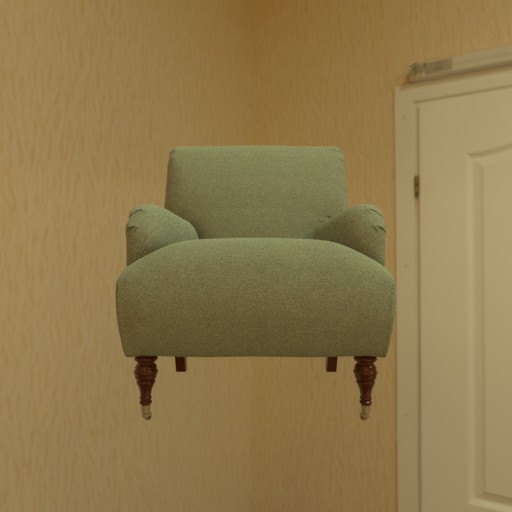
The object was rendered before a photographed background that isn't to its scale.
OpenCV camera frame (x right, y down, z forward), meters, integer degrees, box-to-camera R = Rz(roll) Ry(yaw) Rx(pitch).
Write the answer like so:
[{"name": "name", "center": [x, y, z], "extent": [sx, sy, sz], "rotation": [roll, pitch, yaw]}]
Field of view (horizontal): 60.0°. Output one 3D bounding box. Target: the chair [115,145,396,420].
[{"name": "chair", "center": [0.000, 0.000, 1.950], "extent": [0.964, 1.178, 1.060], "rotation": [0, -1, 0]}]
